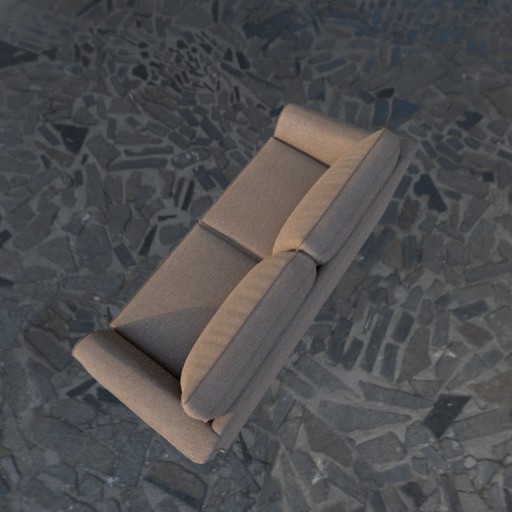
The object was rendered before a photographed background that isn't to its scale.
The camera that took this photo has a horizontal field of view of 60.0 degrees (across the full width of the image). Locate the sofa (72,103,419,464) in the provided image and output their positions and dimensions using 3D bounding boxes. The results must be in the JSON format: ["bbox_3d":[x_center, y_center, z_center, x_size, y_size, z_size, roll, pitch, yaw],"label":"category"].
[{"bbox_3d":[0.000,0.000,2.788,0.986,0.906,2.270,32,69,14],"label":"sofa"}]
